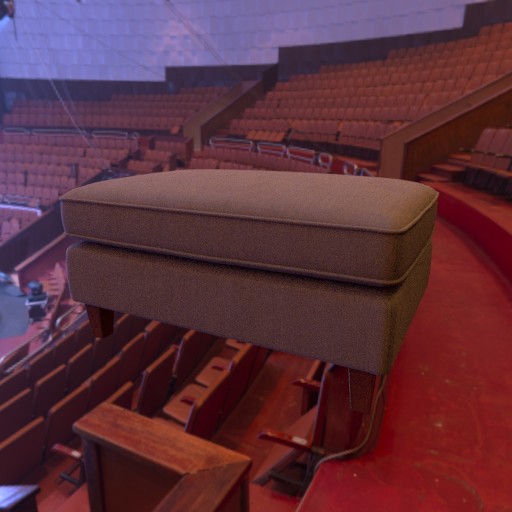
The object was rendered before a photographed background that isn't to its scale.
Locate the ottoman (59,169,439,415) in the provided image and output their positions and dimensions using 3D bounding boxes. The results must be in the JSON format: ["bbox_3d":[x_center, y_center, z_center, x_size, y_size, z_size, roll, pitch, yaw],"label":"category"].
[{"bbox_3d":[0.000,0.000,1.316,0.941,0.480,0.636,8,18,26],"label":"ottoman"}]
